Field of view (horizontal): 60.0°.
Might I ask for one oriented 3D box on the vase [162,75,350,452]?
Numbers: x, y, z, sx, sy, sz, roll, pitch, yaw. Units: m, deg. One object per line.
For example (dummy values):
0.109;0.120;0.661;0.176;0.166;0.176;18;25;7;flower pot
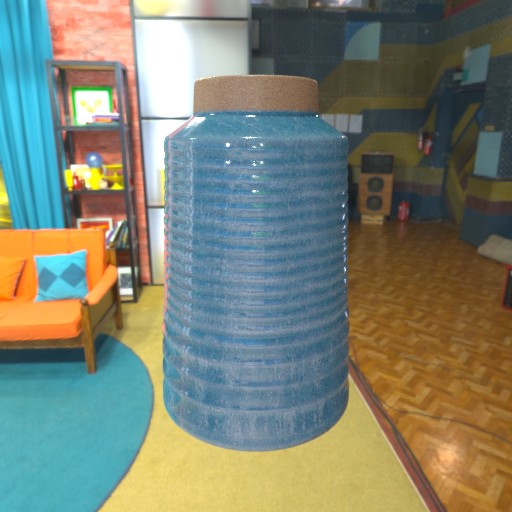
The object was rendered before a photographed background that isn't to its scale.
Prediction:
0.000;0.000;0.363;0.163;0.267;0.163;0;16;0;vase
